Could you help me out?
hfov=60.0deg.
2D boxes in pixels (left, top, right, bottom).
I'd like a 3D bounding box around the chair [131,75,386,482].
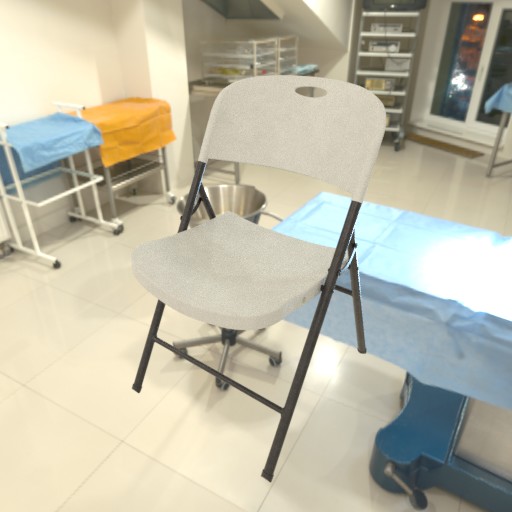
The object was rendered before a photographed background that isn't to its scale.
[{"bbox_3d":[0.000,0.000,1.157,0.494,0.810,0.566,20,36,30],"label":"chair"}]
